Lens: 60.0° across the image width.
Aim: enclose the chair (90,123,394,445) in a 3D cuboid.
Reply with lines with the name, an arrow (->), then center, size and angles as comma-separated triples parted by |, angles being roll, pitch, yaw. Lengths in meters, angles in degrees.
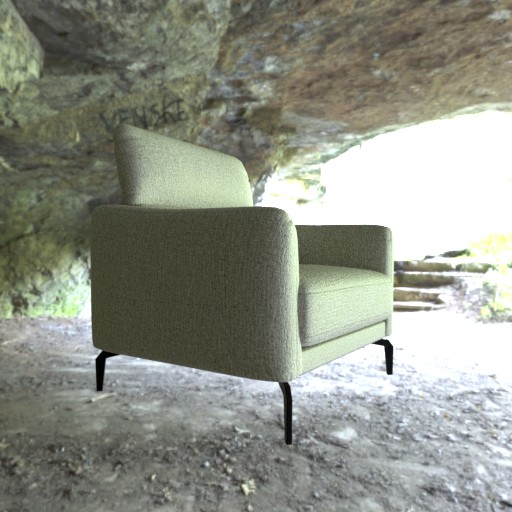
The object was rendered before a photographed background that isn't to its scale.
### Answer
chair -> 0.000, 0.000, 1.694 | 0.835, 0.967, 0.972 | 0, 0, 35
